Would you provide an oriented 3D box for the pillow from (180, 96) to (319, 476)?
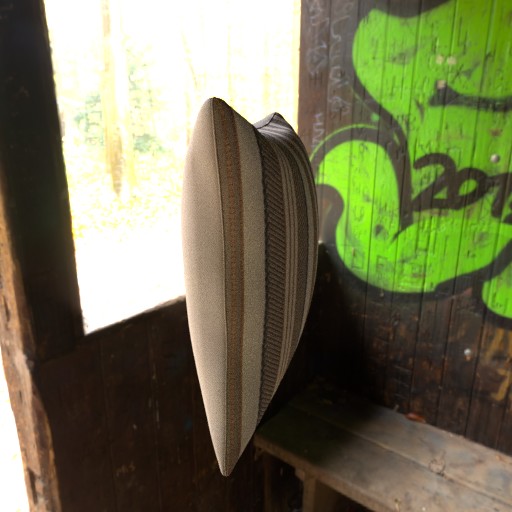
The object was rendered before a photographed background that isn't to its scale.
[{"bbox_3d":[0.000,0.000,0.626,0.173,0.401,0.416,3,17,10],"label":"pillow"}]
